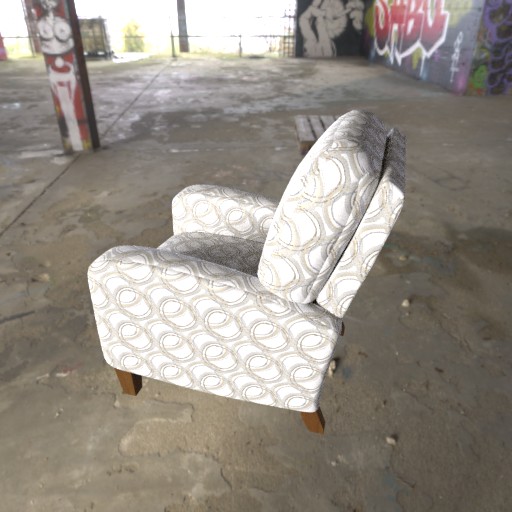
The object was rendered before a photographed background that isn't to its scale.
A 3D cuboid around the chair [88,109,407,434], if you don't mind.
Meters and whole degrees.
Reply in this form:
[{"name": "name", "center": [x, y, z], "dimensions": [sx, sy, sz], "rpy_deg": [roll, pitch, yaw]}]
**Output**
[{"name": "chair", "center": [0.000, 0.000, 1.737], "dimensions": [0.995, 1.065, 0.796], "rpy_deg": [8, 30, 15]}]
